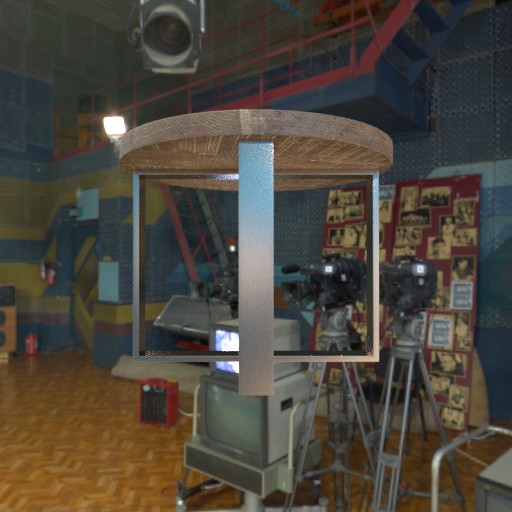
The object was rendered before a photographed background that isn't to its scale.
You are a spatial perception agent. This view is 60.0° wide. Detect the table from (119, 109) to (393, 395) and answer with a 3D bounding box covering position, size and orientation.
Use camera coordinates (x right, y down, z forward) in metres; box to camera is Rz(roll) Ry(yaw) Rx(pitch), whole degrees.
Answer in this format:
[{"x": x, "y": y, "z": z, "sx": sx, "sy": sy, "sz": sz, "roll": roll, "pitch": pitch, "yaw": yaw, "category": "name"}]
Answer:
[{"x": 0.000, "y": 0.000, "z": 0.944, "sx": 0.557, "sy": 0.437, "sz": 0.557, "roll": 0, "pitch": 0, "yaw": 0, "category": "table"}]
